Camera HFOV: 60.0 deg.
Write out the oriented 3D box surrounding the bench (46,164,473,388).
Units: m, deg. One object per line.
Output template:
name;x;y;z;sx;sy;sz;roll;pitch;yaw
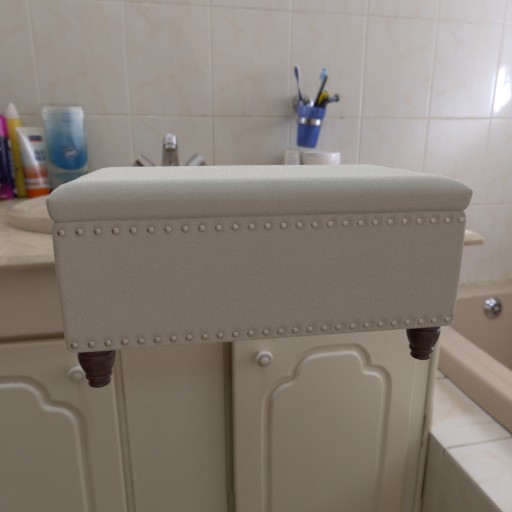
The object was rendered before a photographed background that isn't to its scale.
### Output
bench;0.000;0.000;1.183;0.887;0.449;0.500;-2;15;-9
